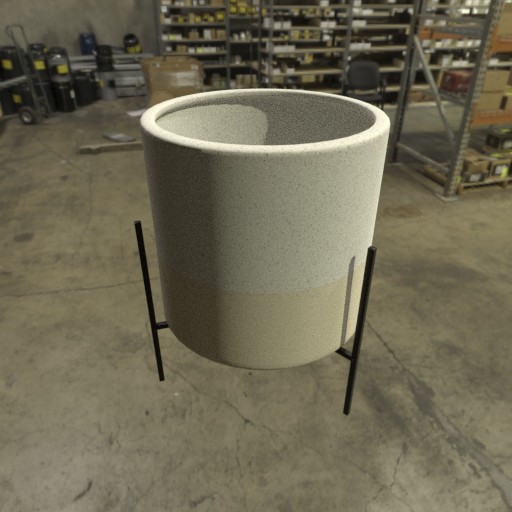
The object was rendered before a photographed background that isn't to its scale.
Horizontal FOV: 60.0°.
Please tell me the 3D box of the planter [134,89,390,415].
[{"bbox_3d":[0.000,0.000,0.667,0.335,0.423,0.313,-9,33,-15],"label":"planter"}]
